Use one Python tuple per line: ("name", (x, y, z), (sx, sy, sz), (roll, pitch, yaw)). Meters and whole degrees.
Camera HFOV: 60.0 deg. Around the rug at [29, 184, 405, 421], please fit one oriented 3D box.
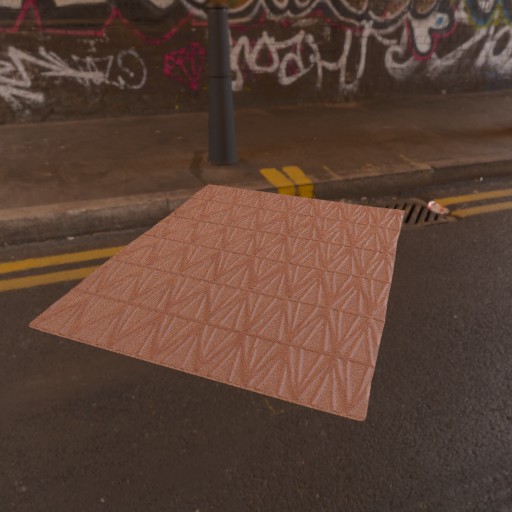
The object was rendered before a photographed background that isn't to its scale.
("rug", (0.000, 0.000, 4.110), (2.453, 0.043, 3.052), (11, 32, 17))
